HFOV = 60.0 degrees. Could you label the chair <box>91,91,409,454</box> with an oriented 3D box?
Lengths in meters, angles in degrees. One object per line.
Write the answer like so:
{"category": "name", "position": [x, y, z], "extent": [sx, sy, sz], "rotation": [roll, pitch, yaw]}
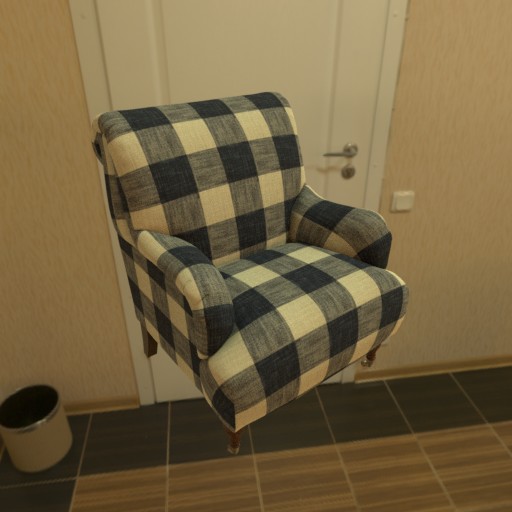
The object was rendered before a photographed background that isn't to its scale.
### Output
{"category": "chair", "position": [0.000, 0.000, 1.552], "extent": [0.781, 0.953, 0.848], "rotation": [-20, 35, -32]}
